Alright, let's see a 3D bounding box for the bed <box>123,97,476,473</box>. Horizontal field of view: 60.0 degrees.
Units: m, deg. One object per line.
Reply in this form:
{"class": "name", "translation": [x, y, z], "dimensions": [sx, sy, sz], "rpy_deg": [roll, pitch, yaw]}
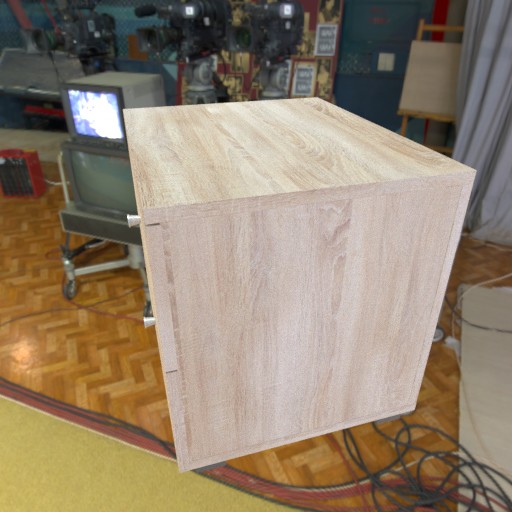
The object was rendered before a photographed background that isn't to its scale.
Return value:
{"class": "bed", "translation": [0.000, 0.000, 0.763], "dimensions": [0.401, 0.420, 0.460], "rpy_deg": [-9, 31, -14]}
